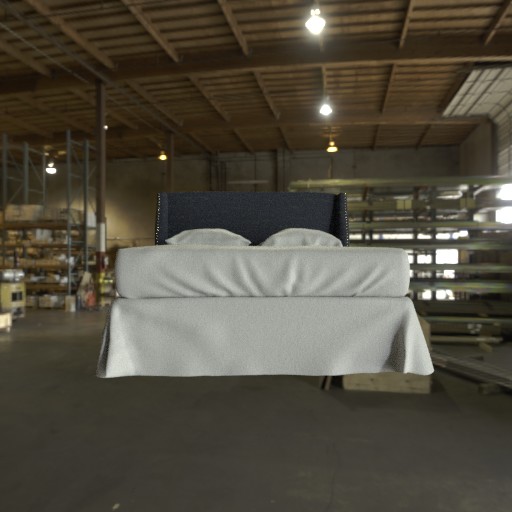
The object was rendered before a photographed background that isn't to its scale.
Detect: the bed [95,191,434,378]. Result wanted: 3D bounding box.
[{"bbox_3d":[0.000,0.000,3.438,1.925,1.332,2.276,0,-1,-2],"label":"bed"}]
